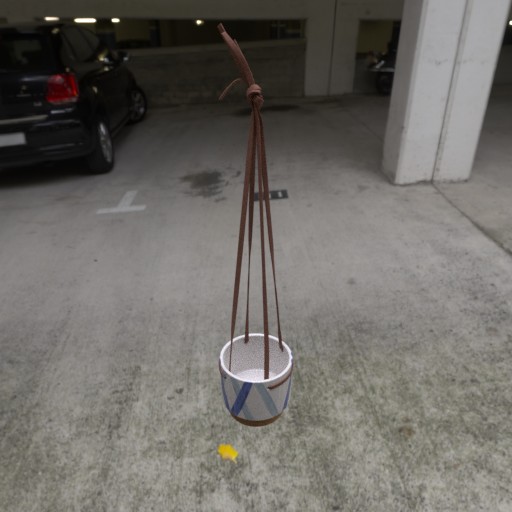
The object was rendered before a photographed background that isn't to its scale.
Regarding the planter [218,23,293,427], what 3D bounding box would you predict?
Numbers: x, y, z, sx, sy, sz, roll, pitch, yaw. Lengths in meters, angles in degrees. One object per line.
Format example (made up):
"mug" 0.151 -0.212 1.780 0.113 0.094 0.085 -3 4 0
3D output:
"planter" 0.000 0.000 0.811 0.157 0.753 0.153 -1 28 -2
